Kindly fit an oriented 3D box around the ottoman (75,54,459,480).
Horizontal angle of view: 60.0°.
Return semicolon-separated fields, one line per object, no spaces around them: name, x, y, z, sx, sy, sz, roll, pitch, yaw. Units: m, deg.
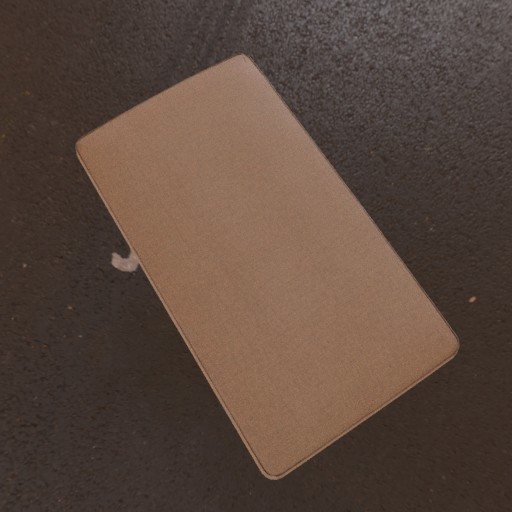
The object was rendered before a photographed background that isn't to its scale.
ottoman;0.000;0.000;1.387;0.617;0.448;1.097;-31;77;-8
